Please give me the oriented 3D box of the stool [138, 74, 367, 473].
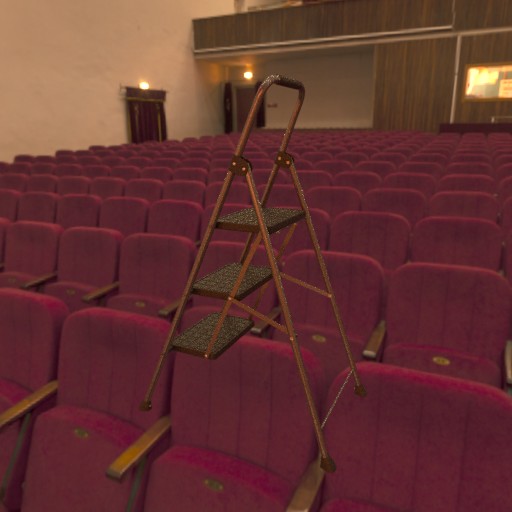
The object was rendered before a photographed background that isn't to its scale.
[{"bbox_3d":[0.000,0.000,1.504,0.733,1.121,0.473,7,17,25],"label":"stool"}]
